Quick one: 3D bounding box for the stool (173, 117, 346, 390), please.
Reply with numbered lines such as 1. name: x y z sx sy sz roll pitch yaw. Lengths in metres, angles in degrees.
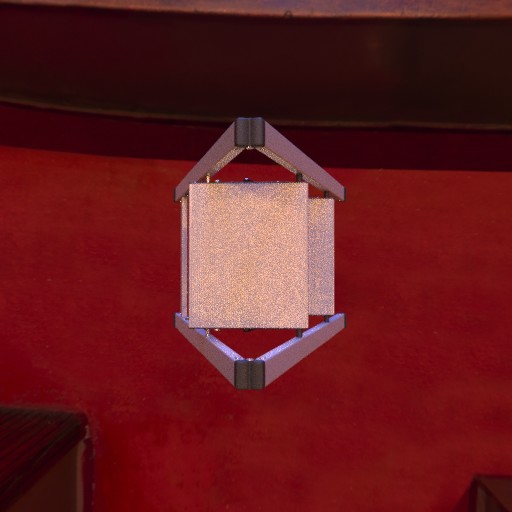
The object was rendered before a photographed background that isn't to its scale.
1. stool: 0.000 0.000 1.040 0.535 0.670 0.440 0 89 2
